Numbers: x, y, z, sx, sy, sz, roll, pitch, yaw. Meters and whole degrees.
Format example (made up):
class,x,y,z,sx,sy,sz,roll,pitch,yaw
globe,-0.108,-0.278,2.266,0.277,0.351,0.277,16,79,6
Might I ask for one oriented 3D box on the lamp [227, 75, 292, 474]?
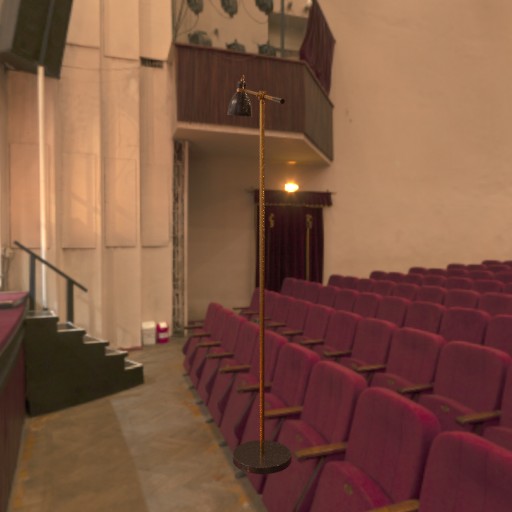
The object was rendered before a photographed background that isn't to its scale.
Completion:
class,x,y,z,sx,sy,sz,roll,pitch,yaw
lamp,0.000,0.000,1.839,0.235,1.628,0.618,0,1,-17
